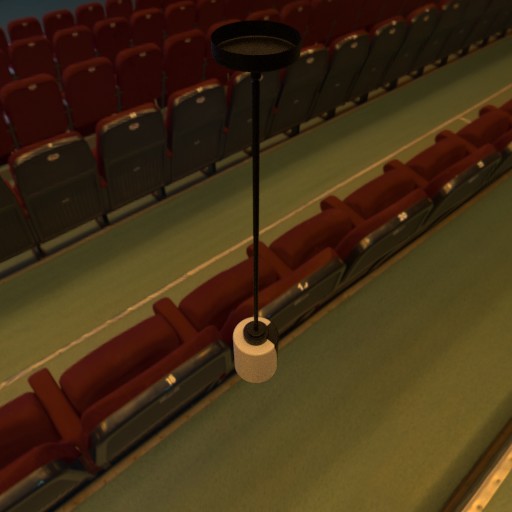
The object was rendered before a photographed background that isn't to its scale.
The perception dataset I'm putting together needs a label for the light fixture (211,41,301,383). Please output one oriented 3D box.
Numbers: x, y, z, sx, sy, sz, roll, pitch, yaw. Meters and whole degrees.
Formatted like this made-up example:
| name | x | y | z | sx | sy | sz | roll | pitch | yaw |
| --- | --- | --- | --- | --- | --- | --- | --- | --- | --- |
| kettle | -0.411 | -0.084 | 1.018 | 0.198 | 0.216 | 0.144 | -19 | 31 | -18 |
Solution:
| name | x | y | z | sx | sy | sz | roll | pitch | yaw |
| --- | --- | --- | --- | --- | --- | --- | --- | --- | --- |
| light fixture | 0.000 | 0.000 | 0.914 | 0.123 | 0.863 | 0.123 | -33 | 54 | -27 |
